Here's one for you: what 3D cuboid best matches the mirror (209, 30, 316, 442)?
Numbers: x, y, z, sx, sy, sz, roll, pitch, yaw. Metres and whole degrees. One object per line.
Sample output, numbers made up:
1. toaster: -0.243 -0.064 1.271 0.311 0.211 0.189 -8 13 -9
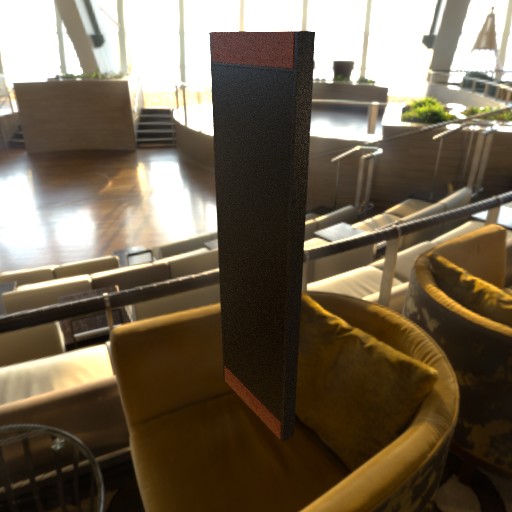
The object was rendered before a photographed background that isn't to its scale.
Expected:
1. mirror: 0.000 0.000 1.241 0.047 1.123 0.343 -18 32 -32
